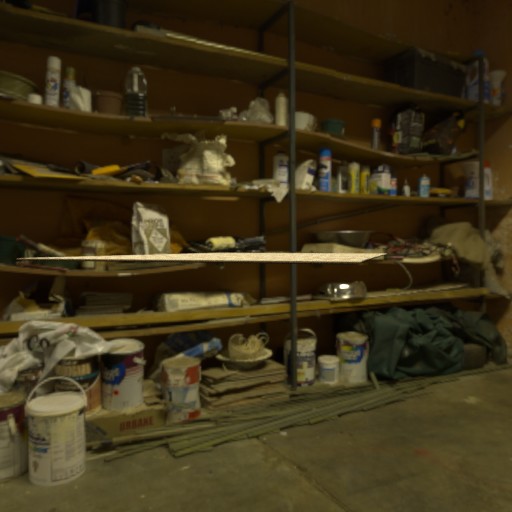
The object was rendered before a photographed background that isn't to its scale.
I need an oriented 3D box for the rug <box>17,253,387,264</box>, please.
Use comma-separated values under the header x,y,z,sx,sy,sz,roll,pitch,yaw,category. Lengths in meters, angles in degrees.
x,y,z,sx,sy,sz,roll,pitch,yaw,category
0.000,0.000,2.281,1.219,0.008,1.829,0,1,19,rug
